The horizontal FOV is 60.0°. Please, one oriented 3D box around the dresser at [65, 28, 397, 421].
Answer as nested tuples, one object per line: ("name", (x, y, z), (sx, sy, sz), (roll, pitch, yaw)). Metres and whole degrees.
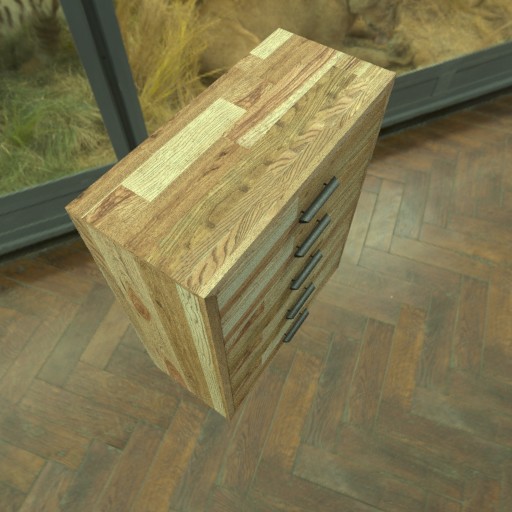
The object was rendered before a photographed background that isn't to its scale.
("dresser", (0.000, 0.000, 1.758), (0.480, 1.243, 0.966), (30, 62, 18))
